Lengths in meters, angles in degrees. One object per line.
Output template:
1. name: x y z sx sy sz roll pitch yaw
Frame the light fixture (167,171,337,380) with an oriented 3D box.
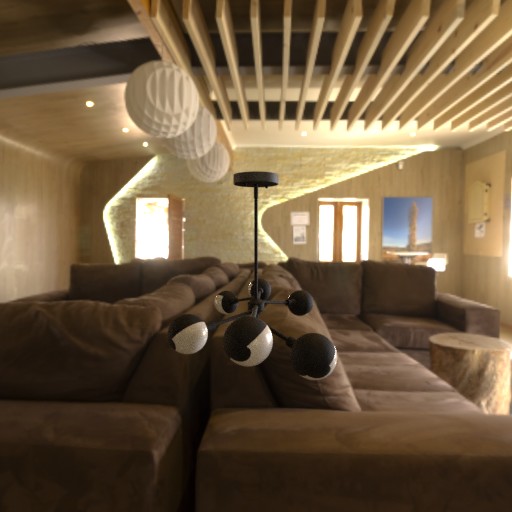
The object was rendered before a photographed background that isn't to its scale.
1. light fixture: 0.000 0.000 0.996 0.434 0.362 0.778 0 1 18
